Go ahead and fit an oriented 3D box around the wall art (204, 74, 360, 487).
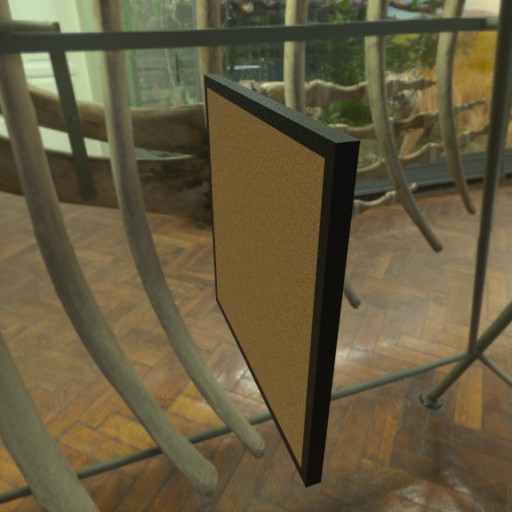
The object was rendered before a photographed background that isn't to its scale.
[{"bbox_3d":[0.000,0.000,1.109,0.038,0.762,0.762,-10,31,-17],"label":"wall art"}]
